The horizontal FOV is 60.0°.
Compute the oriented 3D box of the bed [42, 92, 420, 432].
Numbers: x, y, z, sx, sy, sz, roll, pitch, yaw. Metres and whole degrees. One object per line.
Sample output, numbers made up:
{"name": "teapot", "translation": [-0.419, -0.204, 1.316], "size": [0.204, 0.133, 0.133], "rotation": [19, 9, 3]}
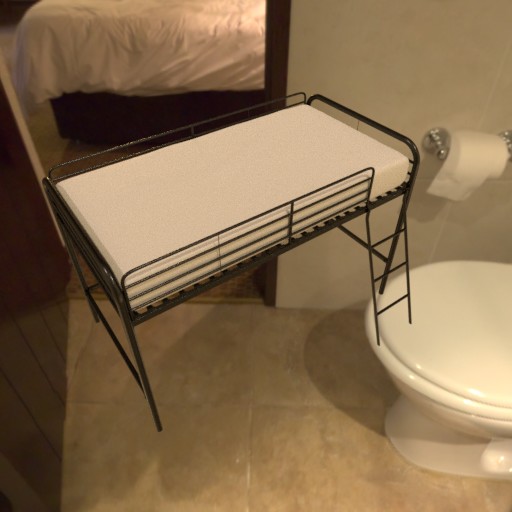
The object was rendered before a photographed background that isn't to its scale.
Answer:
{"name": "bed", "translation": [0.000, 0.000, 2.864], "size": [1.968, 1.289, 1.393], "rotation": [-26, 48, -25]}
